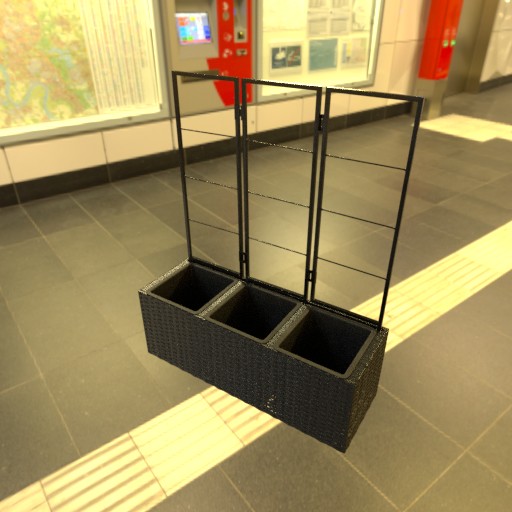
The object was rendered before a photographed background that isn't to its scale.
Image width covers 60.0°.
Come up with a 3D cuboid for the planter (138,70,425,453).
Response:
[{"bbox_3d":[0.000,0.000,1.173,0.698,0.841,0.244,18,35,28],"label":"planter"}]
